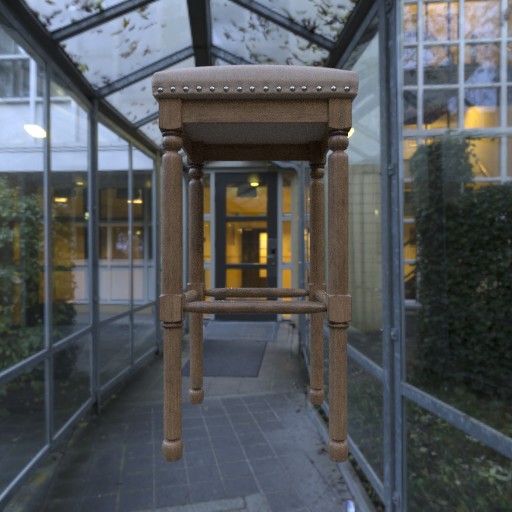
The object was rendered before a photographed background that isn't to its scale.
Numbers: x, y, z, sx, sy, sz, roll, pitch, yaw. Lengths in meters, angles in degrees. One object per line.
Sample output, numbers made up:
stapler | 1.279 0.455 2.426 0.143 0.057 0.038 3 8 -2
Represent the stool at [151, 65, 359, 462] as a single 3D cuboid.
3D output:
stool | 0.000 0.000 0.998 0.383 0.768 0.382 0 0 1
